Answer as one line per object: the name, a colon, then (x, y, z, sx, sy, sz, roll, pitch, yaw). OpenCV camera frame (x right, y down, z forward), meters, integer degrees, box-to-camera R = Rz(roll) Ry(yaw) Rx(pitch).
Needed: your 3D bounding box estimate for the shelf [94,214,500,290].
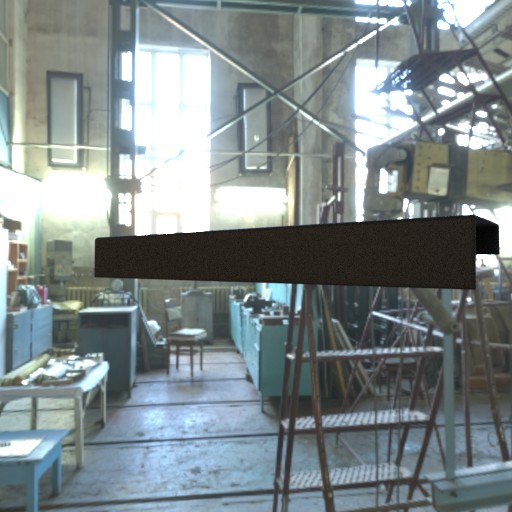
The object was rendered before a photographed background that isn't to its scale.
shelf: (0.000, 0.000, 0.483, 0.456, 0.053, 0.102, -1, -1, 37)
